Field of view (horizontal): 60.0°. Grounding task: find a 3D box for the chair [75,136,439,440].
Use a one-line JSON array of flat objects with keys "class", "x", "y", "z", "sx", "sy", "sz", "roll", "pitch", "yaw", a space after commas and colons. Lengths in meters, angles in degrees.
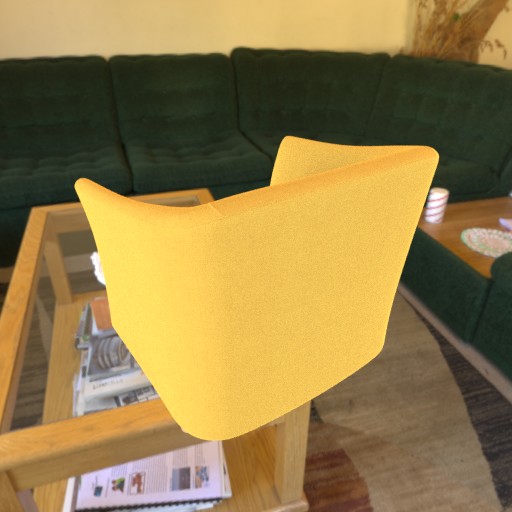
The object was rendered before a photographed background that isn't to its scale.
[{"class": "chair", "x": 0.000, "y": 0.000, "z": 1.315, "sx": 0.790, "sy": 0.720, "sz": 0.700, "roll": -20, "pitch": 36, "yaw": -29}]
